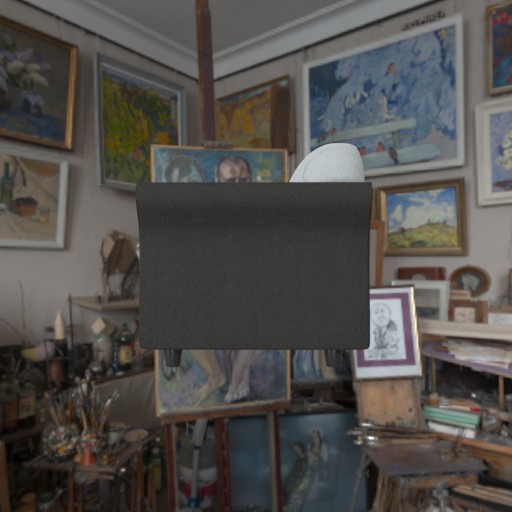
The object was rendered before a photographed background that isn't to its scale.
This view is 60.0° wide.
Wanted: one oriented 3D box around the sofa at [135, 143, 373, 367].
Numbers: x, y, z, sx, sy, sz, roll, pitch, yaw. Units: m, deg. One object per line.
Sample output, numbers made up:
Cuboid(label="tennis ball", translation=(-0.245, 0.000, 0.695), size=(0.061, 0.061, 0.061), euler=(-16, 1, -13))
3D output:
Cuboid(label="sofa", translation=(0.000, 0.000, 2.389), size=(0.755, 0.787, 2.001), euler=(0, -1, 0))
